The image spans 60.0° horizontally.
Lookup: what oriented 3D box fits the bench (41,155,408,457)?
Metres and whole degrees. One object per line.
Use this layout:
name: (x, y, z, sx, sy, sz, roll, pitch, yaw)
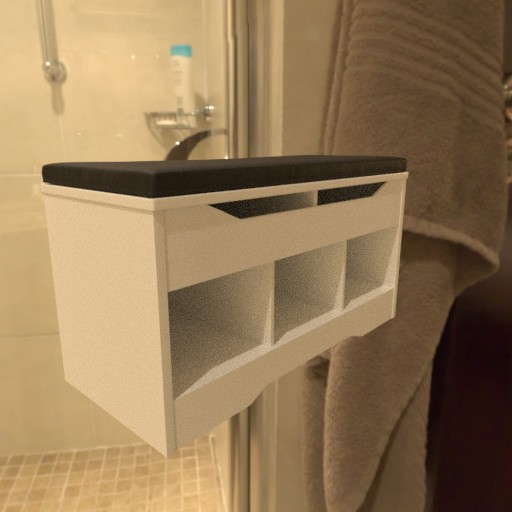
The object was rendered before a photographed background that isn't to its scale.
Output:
bench: (0.000, 0.000, 1.164, 0.401, 0.500, 0.899, 13, 19, 41)
